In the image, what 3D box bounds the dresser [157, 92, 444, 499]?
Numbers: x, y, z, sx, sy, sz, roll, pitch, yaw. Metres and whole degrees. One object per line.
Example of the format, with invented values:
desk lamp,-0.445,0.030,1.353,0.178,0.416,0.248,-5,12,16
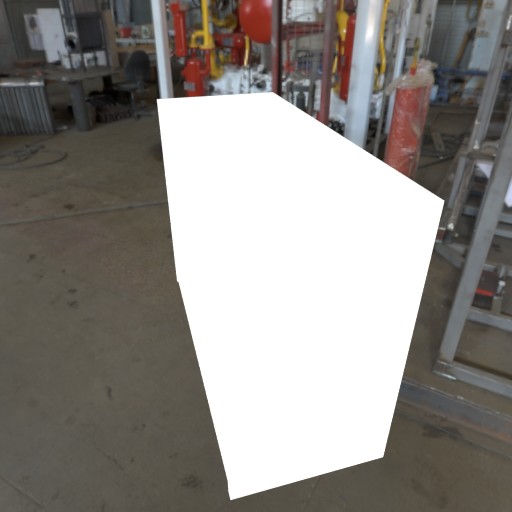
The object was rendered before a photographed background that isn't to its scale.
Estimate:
dresser,0.000,0.000,1.489,0.460,0.820,1.100,-9,32,-14
